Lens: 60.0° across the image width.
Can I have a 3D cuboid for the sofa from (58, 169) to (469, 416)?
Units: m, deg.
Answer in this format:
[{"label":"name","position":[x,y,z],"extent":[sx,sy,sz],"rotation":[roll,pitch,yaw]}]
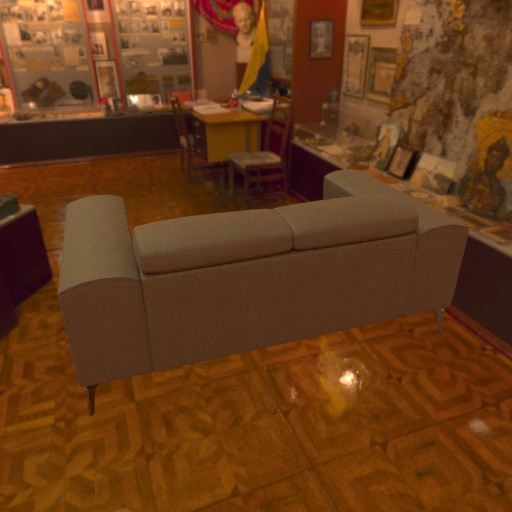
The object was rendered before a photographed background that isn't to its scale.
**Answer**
[{"label":"sofa","position":[0.000,0.000,2.399],"extent":[1.895,0.779,1.003],"rotation":[-9,29,-17]}]
